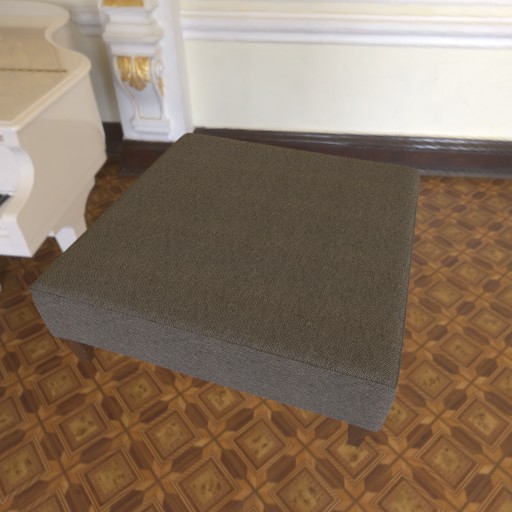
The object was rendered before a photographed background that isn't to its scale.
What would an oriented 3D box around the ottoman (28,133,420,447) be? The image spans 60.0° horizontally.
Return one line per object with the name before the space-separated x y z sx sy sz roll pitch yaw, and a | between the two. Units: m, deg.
ottoman | 0.000 0.000 1.501 0.970 0.378 0.981 12 43 14
